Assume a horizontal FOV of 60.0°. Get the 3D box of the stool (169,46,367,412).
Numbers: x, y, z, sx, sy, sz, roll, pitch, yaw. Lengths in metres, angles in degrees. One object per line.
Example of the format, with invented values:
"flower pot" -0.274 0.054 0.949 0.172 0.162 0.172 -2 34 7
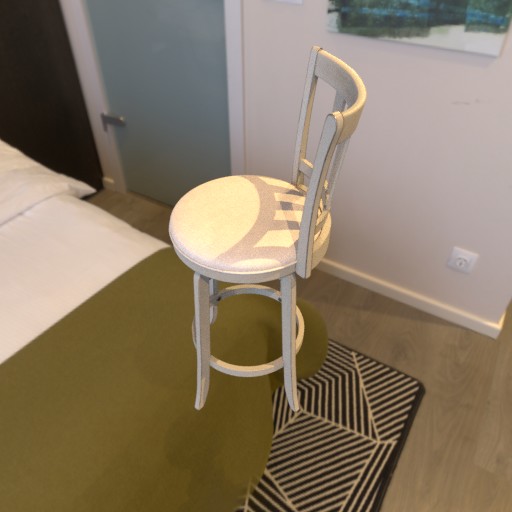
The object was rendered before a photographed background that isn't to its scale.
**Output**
"stool" 0.000 0.000 1.302 0.475 1.042 0.436 1 41 1
